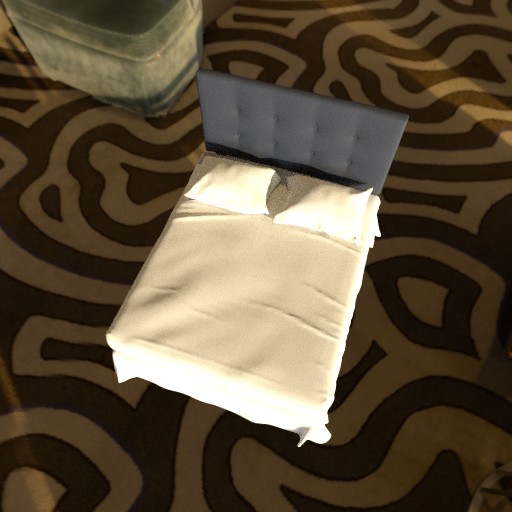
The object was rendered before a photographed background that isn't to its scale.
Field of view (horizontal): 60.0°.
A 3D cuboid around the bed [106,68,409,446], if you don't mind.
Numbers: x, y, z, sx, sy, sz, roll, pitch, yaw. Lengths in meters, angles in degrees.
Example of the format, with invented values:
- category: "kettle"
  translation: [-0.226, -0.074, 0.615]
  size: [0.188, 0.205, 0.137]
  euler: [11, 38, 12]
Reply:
- category: "bed"
  translation: [0.000, 0.000, 3.463]
  size: [1.936, 1.577, 2.222]
  euler: [16, 61, 9]
